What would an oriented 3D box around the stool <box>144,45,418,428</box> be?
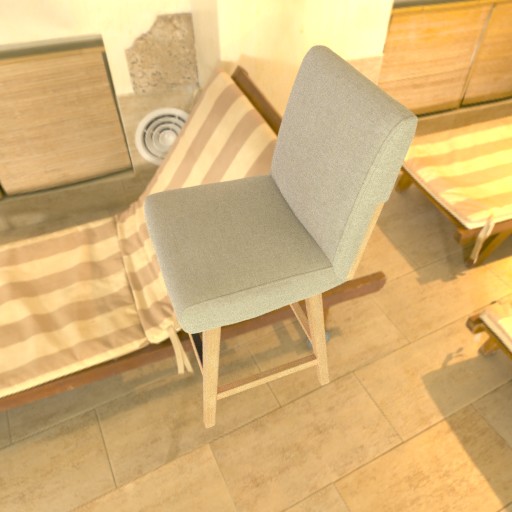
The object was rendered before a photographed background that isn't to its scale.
[{"bbox_3d":[0.000,0.000,1.410,0.606,1.085,0.507,-16,48,-15],"label":"stool"}]
